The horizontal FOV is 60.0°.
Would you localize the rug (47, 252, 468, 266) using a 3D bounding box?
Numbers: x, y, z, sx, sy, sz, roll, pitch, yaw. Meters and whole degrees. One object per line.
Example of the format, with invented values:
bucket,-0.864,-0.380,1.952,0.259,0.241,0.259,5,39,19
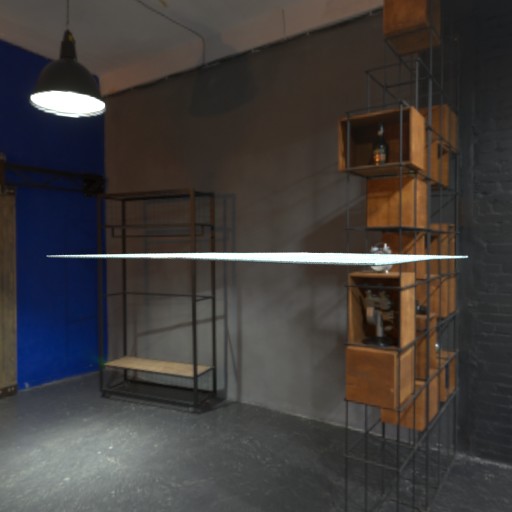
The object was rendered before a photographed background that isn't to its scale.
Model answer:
rug,0.000,0.000,2.898,2.260,0.026,1.611,1,1,37
